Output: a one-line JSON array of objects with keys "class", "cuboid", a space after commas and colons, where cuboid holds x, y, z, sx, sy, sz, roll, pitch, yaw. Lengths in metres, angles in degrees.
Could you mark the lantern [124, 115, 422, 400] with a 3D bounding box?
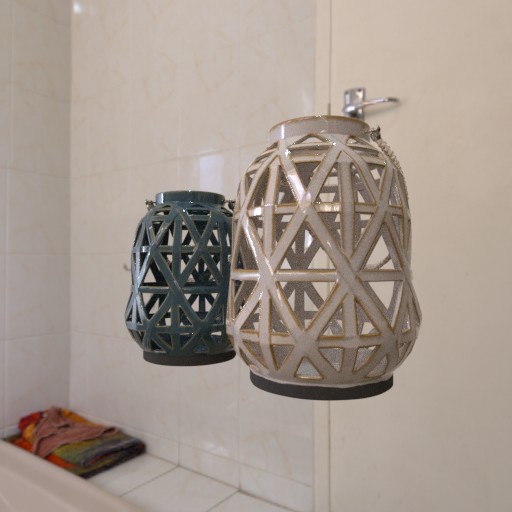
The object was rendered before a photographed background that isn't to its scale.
[{"class": "lantern", "cuboid": [0.000, 0.000, 0.618, 0.439, 0.307, 0.245, -1, -1, 38]}]
